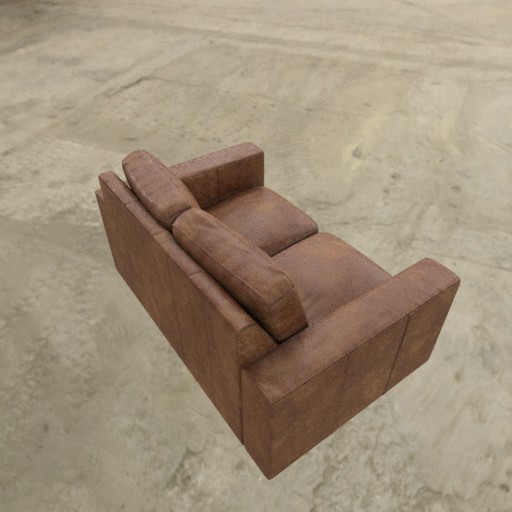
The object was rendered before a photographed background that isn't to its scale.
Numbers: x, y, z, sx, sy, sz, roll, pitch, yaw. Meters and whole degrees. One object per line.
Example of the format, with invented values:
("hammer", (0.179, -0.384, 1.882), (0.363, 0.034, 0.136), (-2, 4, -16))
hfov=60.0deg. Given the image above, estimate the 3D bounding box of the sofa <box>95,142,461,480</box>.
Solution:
("sofa", (0.000, 0.000, 2.278), (1.041, 0.889, 1.626), (-25, 47, -26))
